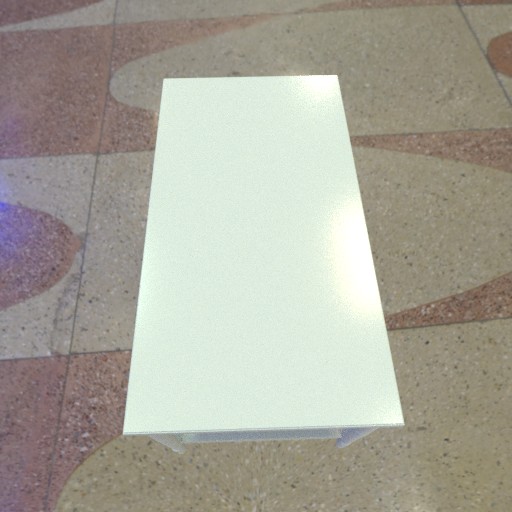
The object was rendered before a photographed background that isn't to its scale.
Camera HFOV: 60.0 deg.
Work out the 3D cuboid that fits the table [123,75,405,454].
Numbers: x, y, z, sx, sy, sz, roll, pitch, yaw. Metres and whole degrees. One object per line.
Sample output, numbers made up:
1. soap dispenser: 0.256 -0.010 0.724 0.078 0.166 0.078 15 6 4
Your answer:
1. table: 0.000 0.000 1.342 0.559 0.457 1.067 -2 59 -1
